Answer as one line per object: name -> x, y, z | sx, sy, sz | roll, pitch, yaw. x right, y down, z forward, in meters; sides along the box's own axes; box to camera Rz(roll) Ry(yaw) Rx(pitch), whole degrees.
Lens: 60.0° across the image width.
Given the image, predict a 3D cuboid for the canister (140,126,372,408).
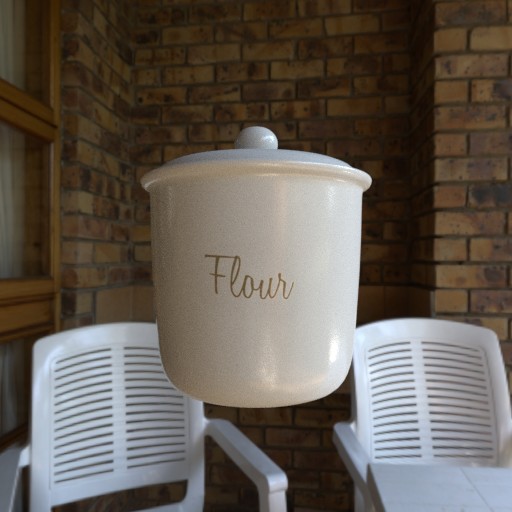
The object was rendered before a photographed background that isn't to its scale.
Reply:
canister -> 0.000, 0.000, 0.360 | 0.182, 0.208, 0.182 | 0, 0, 0
